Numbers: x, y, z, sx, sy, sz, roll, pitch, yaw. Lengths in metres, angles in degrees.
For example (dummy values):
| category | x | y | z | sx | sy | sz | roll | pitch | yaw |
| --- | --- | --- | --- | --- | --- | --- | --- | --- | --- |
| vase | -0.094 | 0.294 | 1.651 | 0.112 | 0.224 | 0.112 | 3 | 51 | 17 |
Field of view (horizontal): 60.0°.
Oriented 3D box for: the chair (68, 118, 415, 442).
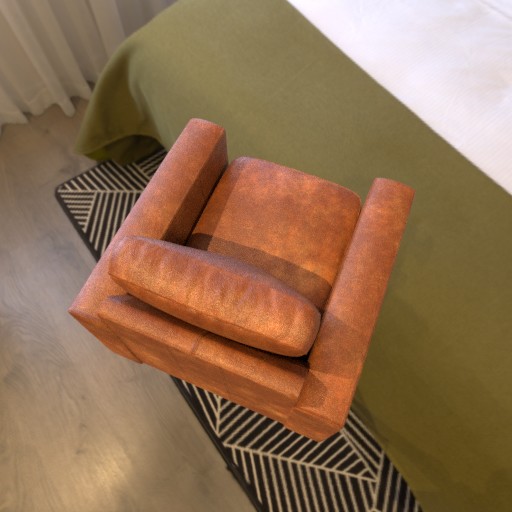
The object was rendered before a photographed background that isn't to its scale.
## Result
| category | x | y | z | sx | sy | sz | roll | pitch | yaw |
| --- | --- | --- | --- | --- | --- | --- | --- | --- | --- |
| chair | 0.000 | 0.000 | 1.759 | 1.005 | 0.873 | 1.016 | 20 | 65 | 10 |
